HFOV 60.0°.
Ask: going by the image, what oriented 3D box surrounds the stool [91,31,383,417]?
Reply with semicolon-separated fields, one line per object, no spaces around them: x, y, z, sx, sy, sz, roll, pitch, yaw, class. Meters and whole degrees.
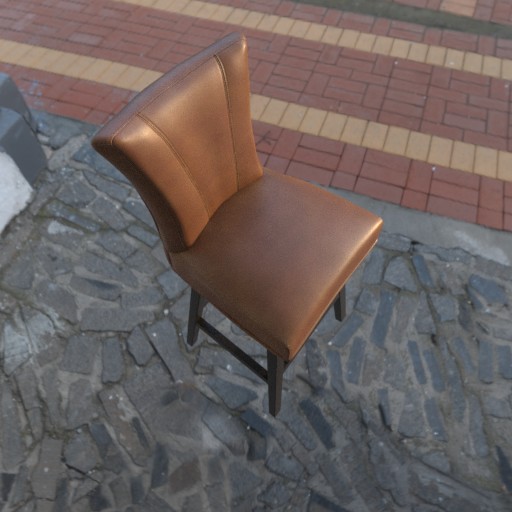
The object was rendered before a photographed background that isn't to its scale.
0.000;0.000;1.411;0.585;1.094;0.522;32;63;19;stool
